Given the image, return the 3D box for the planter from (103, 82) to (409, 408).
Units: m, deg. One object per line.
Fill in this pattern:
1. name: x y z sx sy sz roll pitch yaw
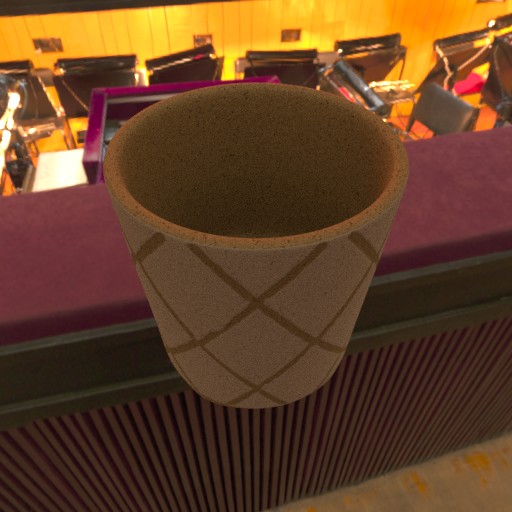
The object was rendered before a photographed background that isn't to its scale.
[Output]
1. planter: 0.000 0.000 0.353 0.191 0.199 0.191 0 45 0
